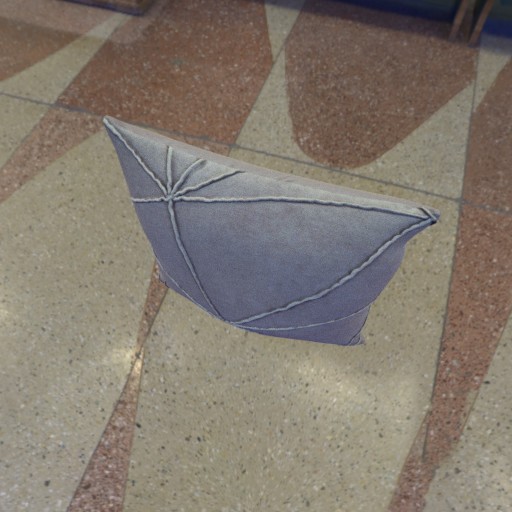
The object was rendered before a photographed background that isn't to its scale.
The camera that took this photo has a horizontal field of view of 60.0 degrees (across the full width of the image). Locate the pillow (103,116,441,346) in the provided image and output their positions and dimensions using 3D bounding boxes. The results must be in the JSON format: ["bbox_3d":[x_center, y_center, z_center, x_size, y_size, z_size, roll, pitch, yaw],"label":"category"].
[{"bbox_3d":[0.000,0.000,0.710,0.439,0.440,0.185,17,60,10],"label":"pillow"}]
